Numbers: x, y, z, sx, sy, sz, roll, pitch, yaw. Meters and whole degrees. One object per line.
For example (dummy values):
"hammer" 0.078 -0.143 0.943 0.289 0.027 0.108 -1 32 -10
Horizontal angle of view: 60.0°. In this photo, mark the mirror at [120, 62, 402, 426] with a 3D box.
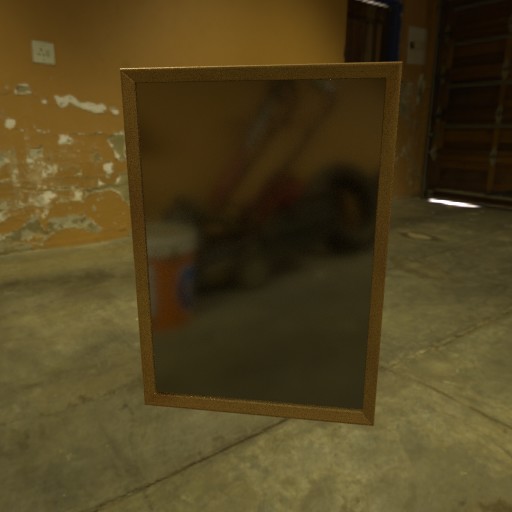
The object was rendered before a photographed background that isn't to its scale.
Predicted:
"mirror" 0.000 0.000 0.896 0.507 0.710 0.039 2 15 8
